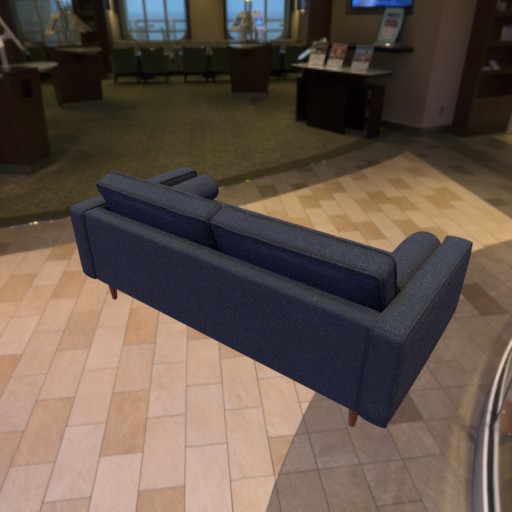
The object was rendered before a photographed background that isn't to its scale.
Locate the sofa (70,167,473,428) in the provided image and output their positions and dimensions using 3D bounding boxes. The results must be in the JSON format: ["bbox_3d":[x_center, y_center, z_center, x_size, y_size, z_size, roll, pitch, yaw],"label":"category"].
[{"bbox_3d":[0.000,0.000,2.319,1.880,0.762,0.914,20,35,32],"label":"sofa"}]
